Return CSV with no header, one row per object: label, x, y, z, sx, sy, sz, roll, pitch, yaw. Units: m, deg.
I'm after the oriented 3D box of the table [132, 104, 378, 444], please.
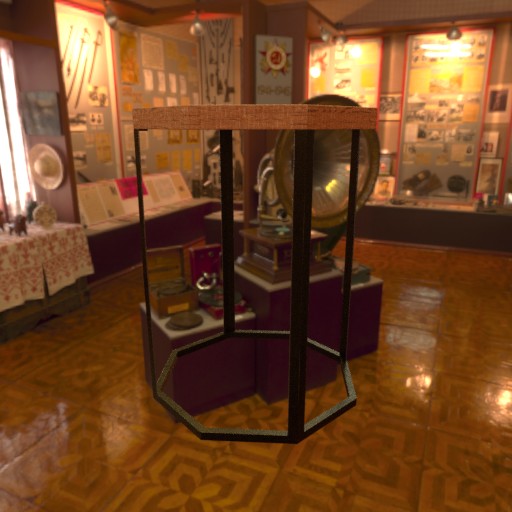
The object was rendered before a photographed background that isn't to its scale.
table,0.000,0.000,0.883,0.437,0.553,0.437,8,18,25
